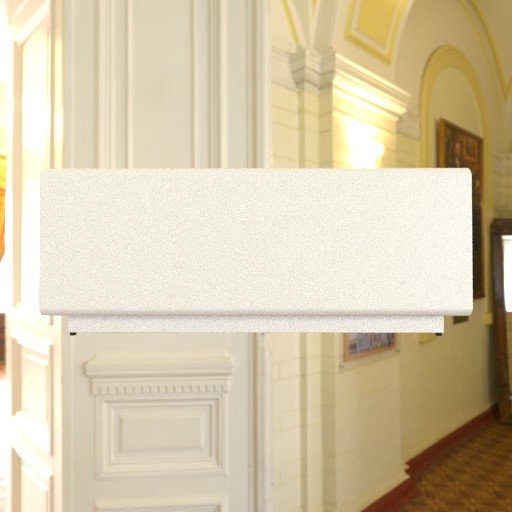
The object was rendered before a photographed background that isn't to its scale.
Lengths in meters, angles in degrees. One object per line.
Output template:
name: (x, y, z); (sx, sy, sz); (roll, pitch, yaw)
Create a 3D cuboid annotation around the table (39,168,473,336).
table: (0.000, 0.000, 1.440); (1.097, 0.442, 0.639); (0, -1, 0)
